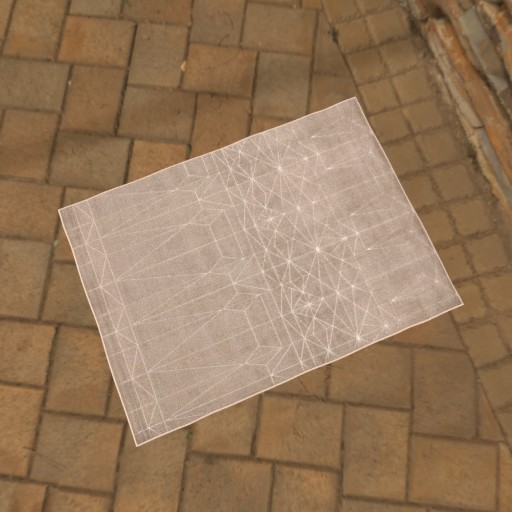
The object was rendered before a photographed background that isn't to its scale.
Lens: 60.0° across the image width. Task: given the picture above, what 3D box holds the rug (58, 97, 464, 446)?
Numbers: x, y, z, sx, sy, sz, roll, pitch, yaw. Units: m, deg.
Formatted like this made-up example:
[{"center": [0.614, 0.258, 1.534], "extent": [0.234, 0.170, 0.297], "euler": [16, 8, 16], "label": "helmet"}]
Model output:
[{"center": [0.000, 0.000, 4.397], "extent": [3.357, 0.019, 2.449], "euler": [-22, 78, -5], "label": "rug"}]
